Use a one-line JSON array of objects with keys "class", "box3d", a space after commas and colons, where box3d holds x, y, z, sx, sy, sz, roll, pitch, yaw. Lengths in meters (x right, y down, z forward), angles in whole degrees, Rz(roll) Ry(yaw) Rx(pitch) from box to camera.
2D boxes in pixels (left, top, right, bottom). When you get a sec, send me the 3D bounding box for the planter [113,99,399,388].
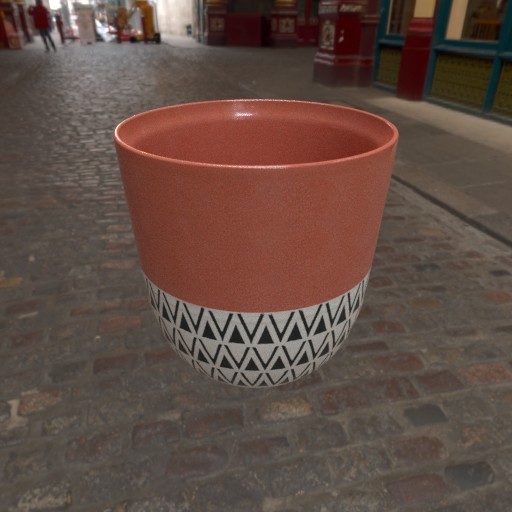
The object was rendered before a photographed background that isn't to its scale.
[{"class": "planter", "box3d": [0.000, 0.000, 0.366, 0.195, 0.214, 0.195, 0, 29, 0]}]
